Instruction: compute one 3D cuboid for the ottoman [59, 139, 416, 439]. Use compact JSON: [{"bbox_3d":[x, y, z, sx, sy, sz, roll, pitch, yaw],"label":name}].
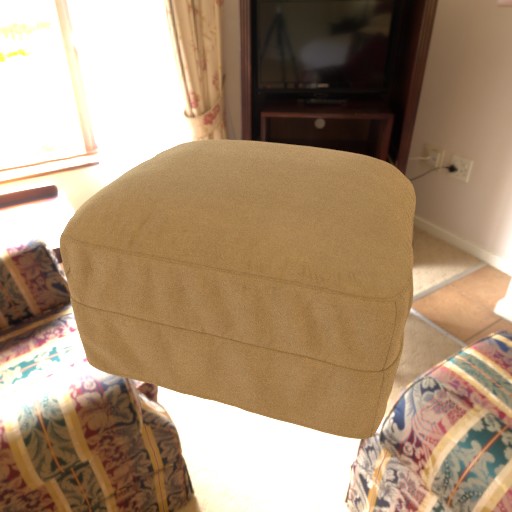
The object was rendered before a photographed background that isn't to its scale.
[{"bbox_3d":[0.000,0.000,1.061,0.712,0.480,0.584,10,33,15],"label":"ottoman"}]
